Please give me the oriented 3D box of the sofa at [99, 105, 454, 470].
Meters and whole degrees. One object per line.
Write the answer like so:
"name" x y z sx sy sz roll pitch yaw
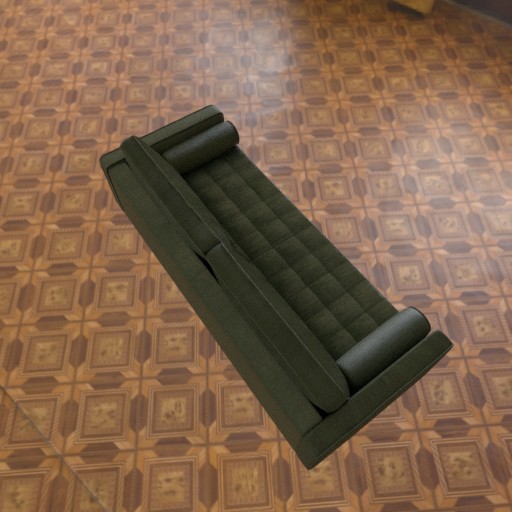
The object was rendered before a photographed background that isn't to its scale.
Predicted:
"sofa" 0.000 0.000 2.675 0.918 0.769 2.199 -32 64 -18
